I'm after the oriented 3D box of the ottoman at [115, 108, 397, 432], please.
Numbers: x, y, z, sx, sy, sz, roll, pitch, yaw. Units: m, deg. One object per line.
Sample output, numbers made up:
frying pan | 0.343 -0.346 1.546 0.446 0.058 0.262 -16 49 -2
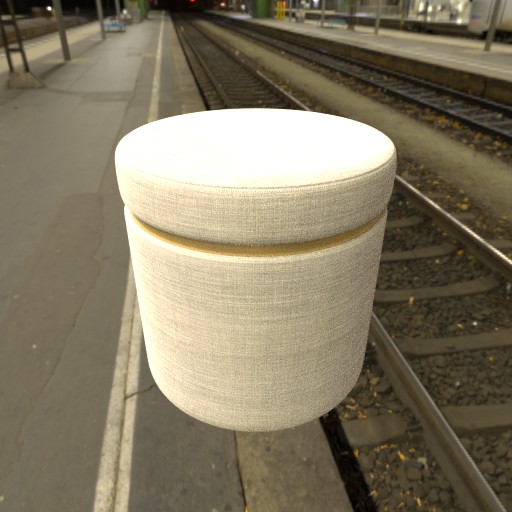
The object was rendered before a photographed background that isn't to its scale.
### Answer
ottoman | 0.000 0.000 0.741 0.400 0.406 0.400 0 30 0
